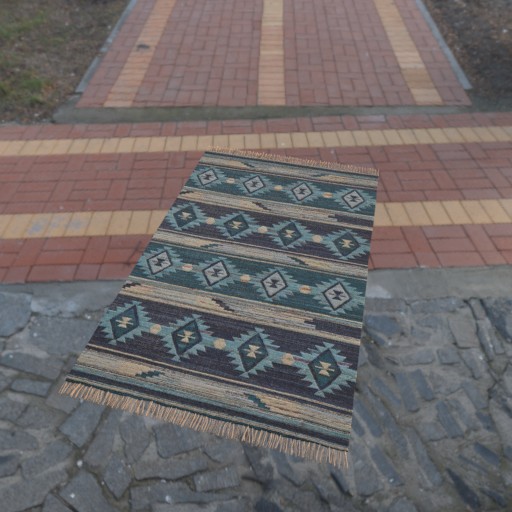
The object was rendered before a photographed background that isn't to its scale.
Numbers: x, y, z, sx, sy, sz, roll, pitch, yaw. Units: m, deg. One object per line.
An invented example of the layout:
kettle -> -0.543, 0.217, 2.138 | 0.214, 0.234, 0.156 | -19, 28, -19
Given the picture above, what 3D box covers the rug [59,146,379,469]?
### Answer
rug -> 0.000, 0.000, 2.350 | 1.181, 0.028, 1.936 | 11, 47, 10
